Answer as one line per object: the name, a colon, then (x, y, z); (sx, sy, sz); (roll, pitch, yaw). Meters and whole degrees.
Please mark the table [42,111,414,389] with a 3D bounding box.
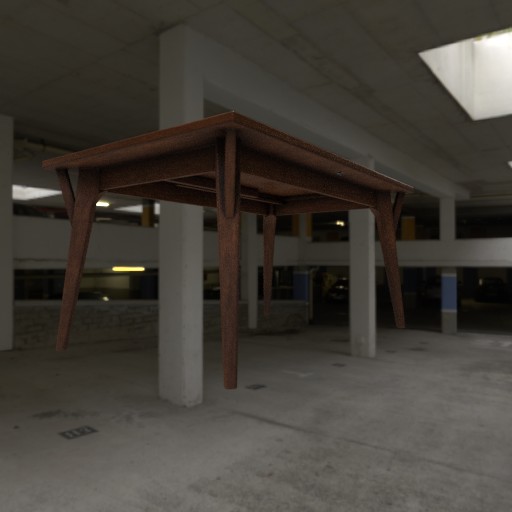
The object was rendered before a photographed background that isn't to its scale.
table: (0.000, 0.000, 2.079); (0.990, 0.761, 1.524); (-1, -1, 37)
